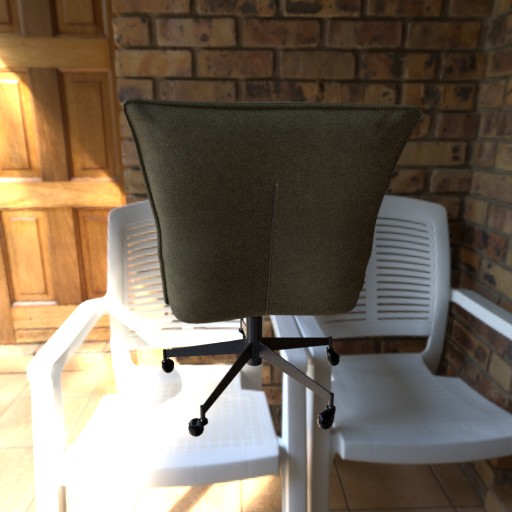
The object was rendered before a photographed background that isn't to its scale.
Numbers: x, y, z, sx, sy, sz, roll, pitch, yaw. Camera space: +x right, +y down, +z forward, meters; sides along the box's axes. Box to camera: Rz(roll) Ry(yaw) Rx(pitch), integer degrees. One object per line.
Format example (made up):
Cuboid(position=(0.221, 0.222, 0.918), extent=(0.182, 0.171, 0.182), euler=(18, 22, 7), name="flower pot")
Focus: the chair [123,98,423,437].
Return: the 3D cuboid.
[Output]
Cuboid(position=(0.000, 0.000, 1.281), extent=(0.597, 0.811, 0.696), euler=(-2, 16, -8), name="chair")
